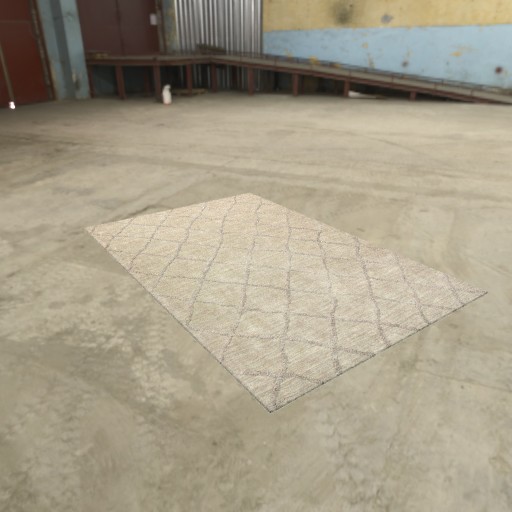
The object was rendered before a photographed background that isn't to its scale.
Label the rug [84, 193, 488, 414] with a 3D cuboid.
[{"bbox_3d":[0.000,0.000,2.883,1.521,0.015,2.280,-17,30,-32],"label":"rug"}]
